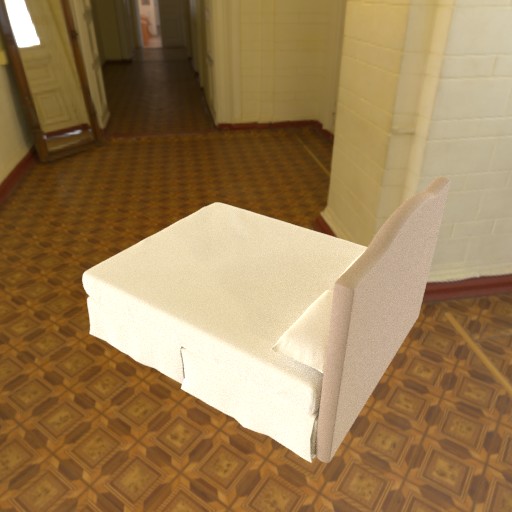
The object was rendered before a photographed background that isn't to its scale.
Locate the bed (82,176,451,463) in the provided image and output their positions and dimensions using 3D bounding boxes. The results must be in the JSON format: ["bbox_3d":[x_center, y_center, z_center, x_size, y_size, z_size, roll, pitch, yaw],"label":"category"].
[{"bbox_3d":[0.000,0.000,3.509,2.282,1.436,1.821,20,36,29],"label":"bed"}]
